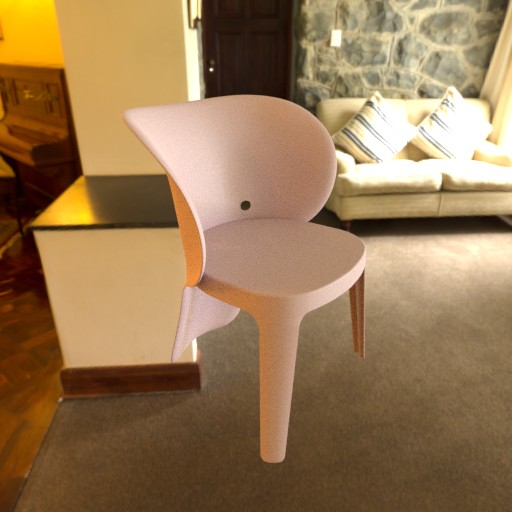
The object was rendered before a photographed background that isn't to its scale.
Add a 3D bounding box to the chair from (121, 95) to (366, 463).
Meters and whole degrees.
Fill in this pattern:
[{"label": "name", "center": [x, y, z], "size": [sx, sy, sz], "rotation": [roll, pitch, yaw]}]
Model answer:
[{"label": "chair", "center": [0.000, 0.000, 0.866], "size": [0.402, 0.554, 0.451], "rotation": [17, 30, 32]}]
